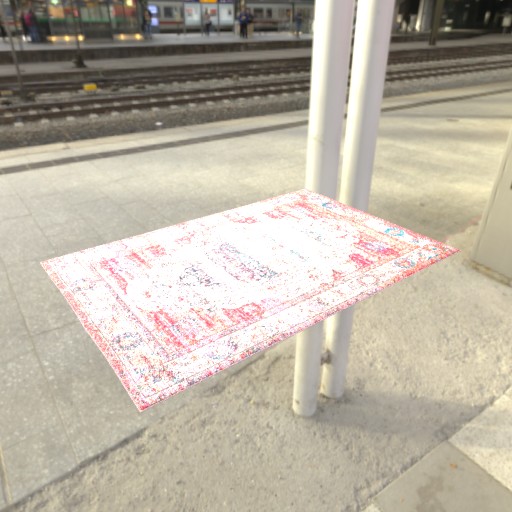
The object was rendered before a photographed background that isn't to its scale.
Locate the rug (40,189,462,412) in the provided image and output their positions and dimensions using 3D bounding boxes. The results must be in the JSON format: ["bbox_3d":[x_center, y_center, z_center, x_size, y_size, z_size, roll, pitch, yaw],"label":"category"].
[{"bbox_3d":[0.000,0.000,2.304,1.829,0.006,1.219,-20,34,-32],"label":"rug"}]
